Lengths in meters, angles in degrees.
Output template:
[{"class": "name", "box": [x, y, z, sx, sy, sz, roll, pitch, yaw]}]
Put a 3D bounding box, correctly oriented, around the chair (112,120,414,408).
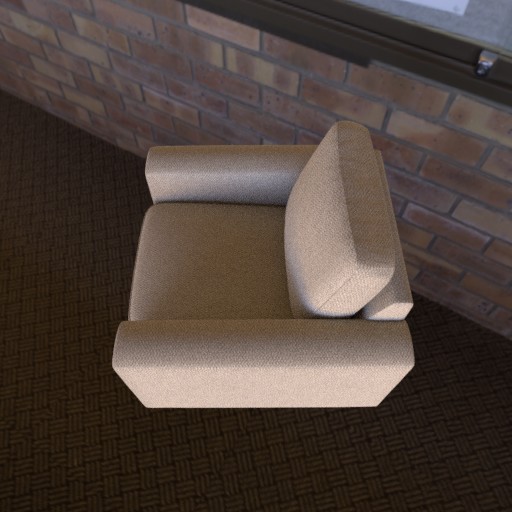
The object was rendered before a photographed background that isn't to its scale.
[{"class": "chair", "box": [0.000, 0.000, 1.783, 1.016, 0.873, 1.005, 0, 58, 0]}]
